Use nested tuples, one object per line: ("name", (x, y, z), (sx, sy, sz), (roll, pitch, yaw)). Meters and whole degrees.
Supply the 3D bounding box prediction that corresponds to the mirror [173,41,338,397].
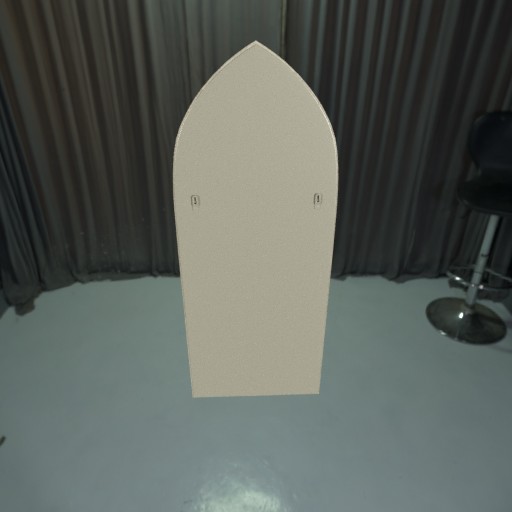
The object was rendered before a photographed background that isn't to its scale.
("mirror", (0.000, 0.000, 1.343), (0.464, 1.175, 0.025), (-1, 30, -2))
